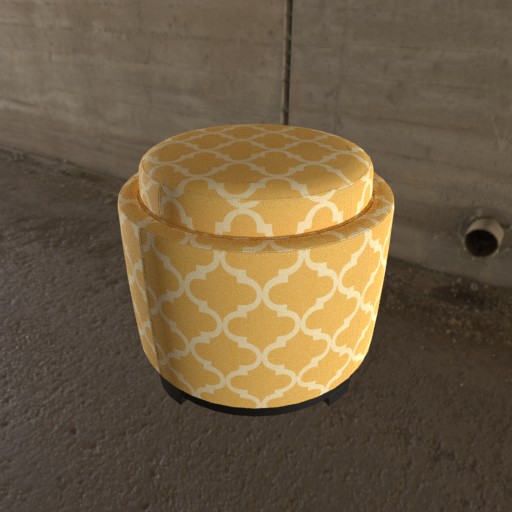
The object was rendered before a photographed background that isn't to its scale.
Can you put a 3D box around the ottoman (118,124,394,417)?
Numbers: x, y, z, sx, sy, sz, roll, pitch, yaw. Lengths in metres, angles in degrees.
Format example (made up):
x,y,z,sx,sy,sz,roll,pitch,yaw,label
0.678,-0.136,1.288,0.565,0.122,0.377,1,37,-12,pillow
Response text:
x,y,z,sx,sy,sz,roll,pitch,yaw,label
0.000,0.000,0.854,0.480,0.429,0.480,0,31,0,ottoman
